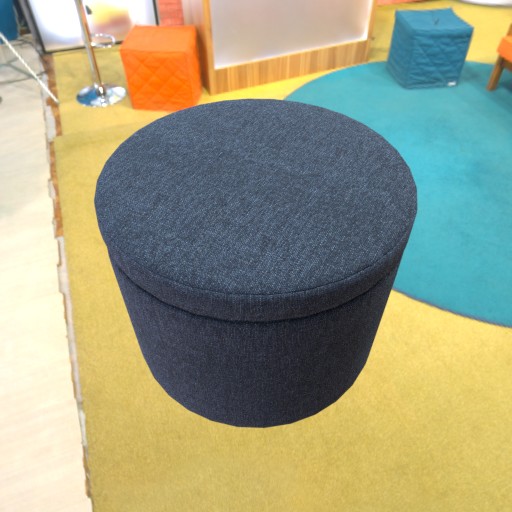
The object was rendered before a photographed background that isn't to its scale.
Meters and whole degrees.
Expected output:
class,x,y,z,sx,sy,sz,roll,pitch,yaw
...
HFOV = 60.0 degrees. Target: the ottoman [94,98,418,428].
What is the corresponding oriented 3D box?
class,x,y,z,sx,sy,sz,roll,pitch,yaw
ottoman,0.000,0.000,0.833,0.500,0.419,0.500,0,46,0
